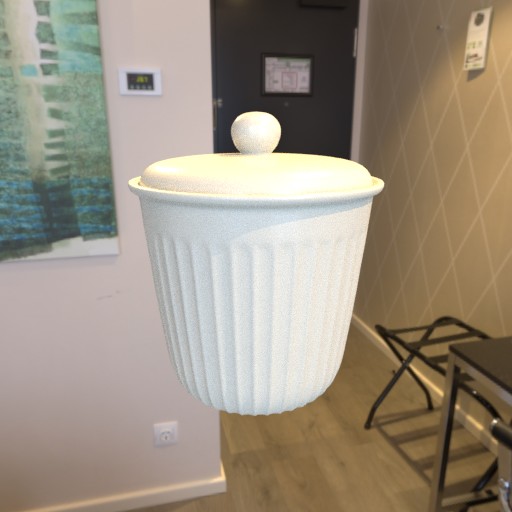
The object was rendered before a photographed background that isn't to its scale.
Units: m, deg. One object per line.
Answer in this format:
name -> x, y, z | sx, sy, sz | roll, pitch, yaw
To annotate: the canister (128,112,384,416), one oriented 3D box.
canister -> 0.000, 0.000, 0.340 | 0.181, 0.211, 0.181 | 0, 16, 0
